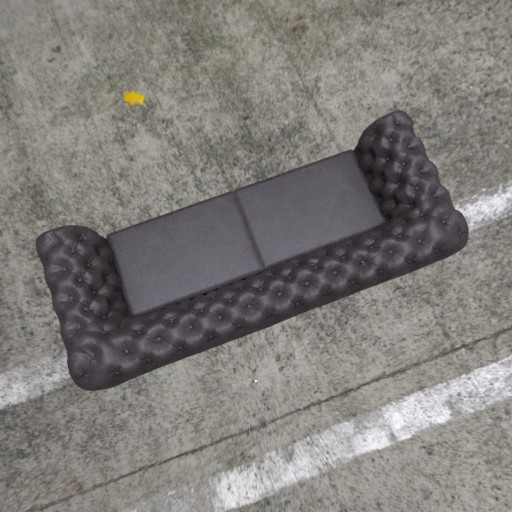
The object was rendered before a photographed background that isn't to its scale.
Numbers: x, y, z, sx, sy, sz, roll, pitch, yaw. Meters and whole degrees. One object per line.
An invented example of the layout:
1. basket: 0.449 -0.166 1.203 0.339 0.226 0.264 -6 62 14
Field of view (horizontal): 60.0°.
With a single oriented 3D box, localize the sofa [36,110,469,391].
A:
1. sofa: 0.000 0.000 2.814 2.385 0.783 0.944 -20 75 -6
